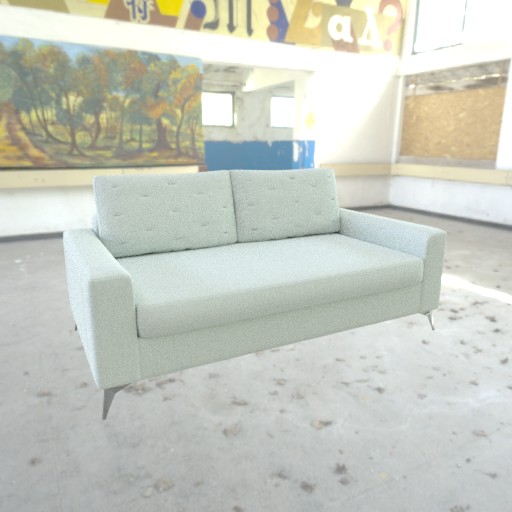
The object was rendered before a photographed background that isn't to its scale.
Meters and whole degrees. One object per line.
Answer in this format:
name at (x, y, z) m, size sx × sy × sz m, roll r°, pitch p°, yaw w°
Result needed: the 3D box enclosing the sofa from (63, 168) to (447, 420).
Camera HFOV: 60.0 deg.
sofa at (0.000, 0.000, 2.152) m, size 1.650 × 0.790 × 0.920 m, roll -8°, pitch 16°, yaw -27°
